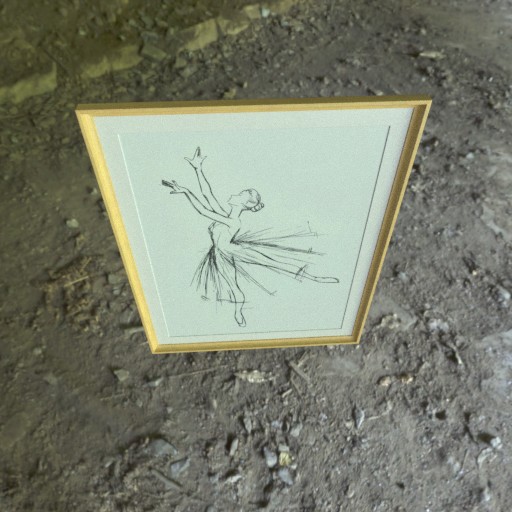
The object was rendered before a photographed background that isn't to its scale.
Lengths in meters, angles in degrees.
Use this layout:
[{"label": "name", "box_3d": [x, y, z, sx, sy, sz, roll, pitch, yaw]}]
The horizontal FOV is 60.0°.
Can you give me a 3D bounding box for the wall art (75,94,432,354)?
[{"label": "wall art", "box_3d": [0.000, 0.000, 1.360, 0.798, 1.002, 0.030, -2, 46, -2]}]
